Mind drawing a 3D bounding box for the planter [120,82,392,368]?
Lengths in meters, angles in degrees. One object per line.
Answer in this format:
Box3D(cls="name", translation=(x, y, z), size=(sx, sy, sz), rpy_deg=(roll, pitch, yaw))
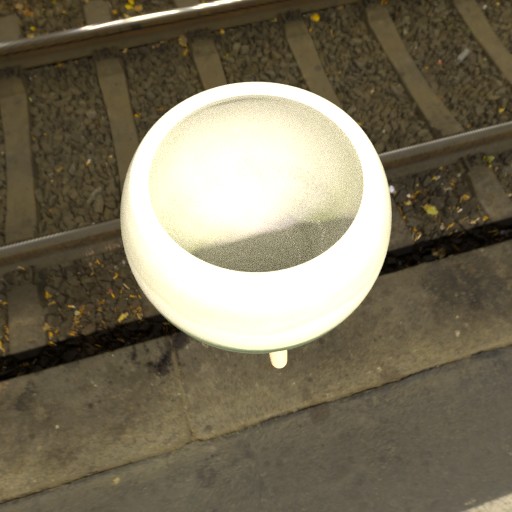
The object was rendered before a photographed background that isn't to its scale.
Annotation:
Box3D(cls="planter", translation=(0.000, 0.000, 0.443), size=(0.222, 0.278, 0.222), rpy_deg=(0, 65, 0))
